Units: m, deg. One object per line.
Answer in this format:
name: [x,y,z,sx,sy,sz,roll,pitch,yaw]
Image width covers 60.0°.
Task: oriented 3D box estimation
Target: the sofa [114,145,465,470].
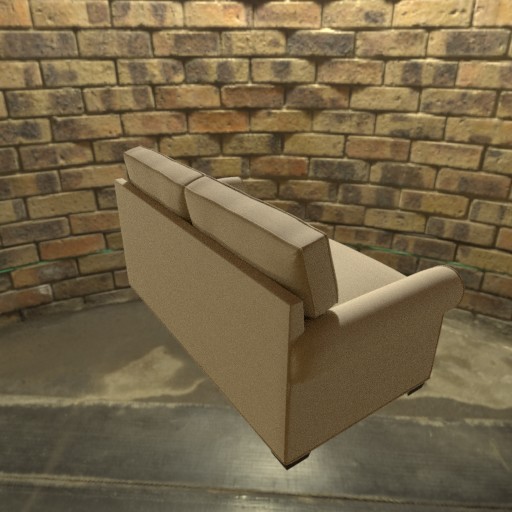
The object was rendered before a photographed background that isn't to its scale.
sofa: [0.000,0.000,2.253,0.861,0.933,1.774,-17,30,-30]
